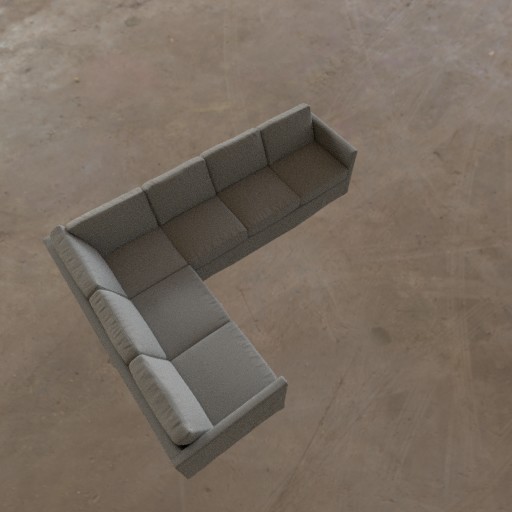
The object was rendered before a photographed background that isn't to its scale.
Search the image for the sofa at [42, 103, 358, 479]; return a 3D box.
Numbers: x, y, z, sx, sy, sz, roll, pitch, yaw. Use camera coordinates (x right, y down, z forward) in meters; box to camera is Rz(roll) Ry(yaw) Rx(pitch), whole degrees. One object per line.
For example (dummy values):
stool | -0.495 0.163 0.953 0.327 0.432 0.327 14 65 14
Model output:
sofa | 0.000 0.000 4.303 3.182 0.871 2.432 -32 63 -19
